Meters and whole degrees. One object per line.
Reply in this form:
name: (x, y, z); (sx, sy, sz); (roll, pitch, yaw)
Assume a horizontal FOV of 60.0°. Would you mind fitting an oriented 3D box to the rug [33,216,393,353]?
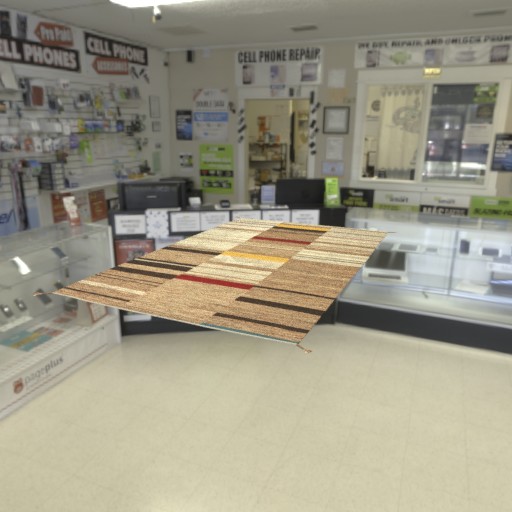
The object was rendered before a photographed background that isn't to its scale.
rug: (0.000, 0.000, 2.487); (1.268, 0.007, 1.918); (8, 18, 24)
